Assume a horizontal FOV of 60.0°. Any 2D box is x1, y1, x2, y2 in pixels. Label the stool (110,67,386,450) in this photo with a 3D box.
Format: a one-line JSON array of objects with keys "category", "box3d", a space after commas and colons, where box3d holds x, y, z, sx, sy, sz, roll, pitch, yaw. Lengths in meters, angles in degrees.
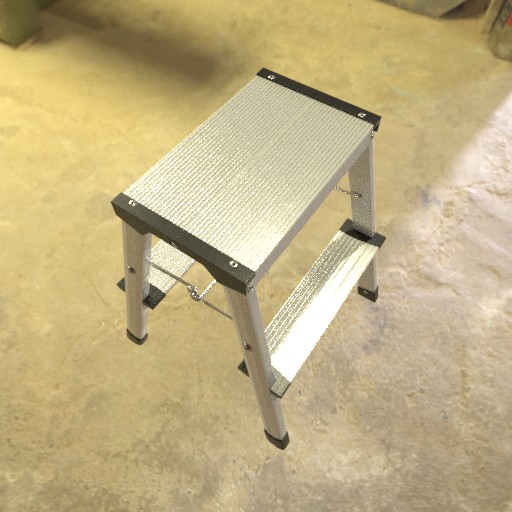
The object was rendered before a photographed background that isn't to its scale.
[{"category": "stool", "box3d": [0.000, 0.000, 0.783, 0.405, 0.480, 0.404, 30, 62, 18]}]
